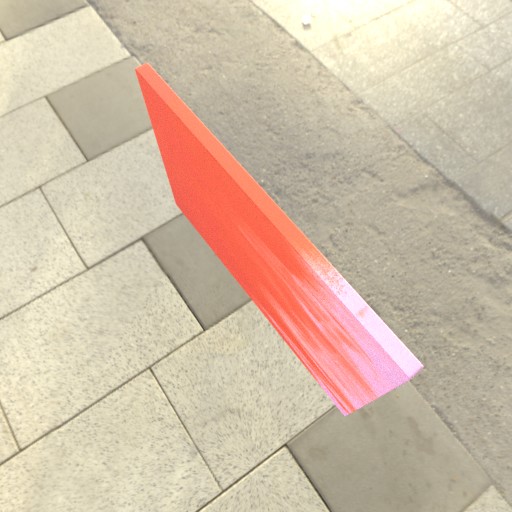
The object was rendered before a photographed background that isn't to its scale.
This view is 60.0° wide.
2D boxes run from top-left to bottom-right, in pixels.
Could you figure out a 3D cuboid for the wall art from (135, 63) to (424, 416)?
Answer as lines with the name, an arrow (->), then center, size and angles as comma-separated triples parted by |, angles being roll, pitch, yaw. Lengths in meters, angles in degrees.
wall art -> 0.000, 0.000, 1.182 | 0.040, 0.609, 0.913 | -34, 69, -15
